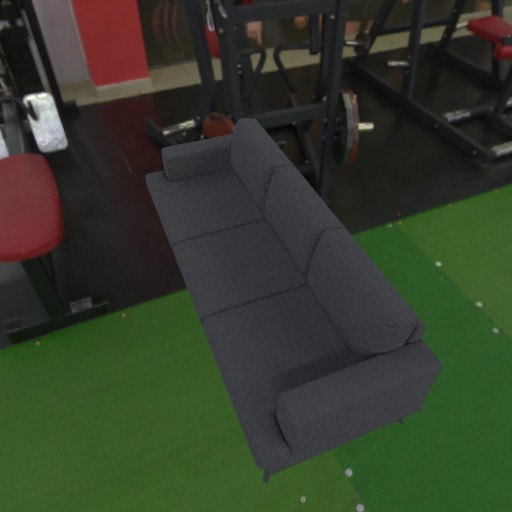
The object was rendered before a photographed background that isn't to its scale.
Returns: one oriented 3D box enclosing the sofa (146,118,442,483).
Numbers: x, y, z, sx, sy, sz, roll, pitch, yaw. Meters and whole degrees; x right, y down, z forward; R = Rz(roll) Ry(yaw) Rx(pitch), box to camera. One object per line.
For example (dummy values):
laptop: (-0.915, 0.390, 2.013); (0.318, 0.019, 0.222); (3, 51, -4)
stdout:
sofa: (0.000, 0.000, 2.757); (0.920, 0.810, 2.310); (-16, 47, -15)
